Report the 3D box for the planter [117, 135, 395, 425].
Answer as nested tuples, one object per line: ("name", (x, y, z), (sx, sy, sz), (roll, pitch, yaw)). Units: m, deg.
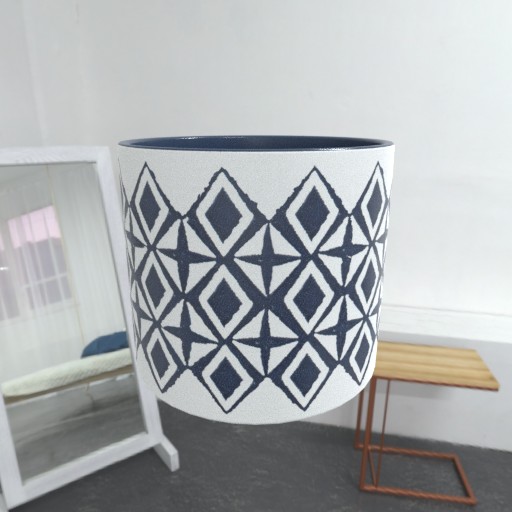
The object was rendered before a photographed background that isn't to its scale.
("planter", (0.000, 0.000, 0.325), (0.182, 0.165, 0.182), (0, 17, 0))
